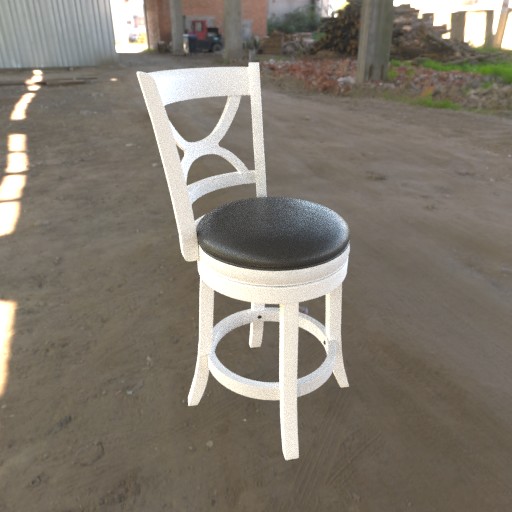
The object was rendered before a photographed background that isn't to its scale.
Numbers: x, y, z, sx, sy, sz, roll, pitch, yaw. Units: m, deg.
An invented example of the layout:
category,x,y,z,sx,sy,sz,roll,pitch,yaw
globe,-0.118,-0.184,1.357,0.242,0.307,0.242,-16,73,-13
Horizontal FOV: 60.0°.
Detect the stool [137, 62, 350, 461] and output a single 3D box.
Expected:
category,x,y,z,sx,sy,sz,roll,pitch,yaw
stool,0.000,0.000,1.223,0.508,0.953,0.444,17,31,30
